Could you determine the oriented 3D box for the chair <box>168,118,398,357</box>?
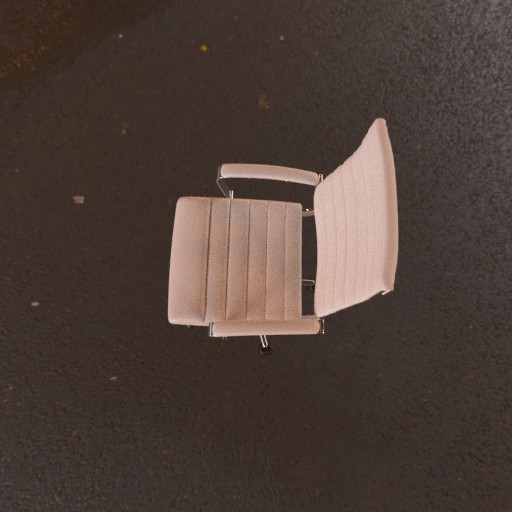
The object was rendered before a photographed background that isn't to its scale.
[{"bbox_3d":[0.000,0.000,1.591,0.679,1.149,0.679,2,76,0],"label":"chair"}]
